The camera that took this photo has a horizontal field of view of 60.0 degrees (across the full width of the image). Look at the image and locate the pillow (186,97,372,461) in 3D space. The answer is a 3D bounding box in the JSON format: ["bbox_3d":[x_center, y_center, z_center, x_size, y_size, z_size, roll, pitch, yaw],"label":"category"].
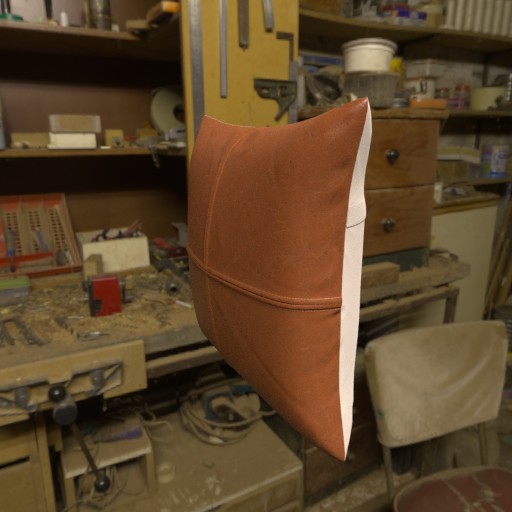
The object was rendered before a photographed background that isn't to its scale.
[{"bbox_3d":[0.000,0.000,0.755,0.192,0.477,0.501,-8,17,-27],"label":"pillow"}]
